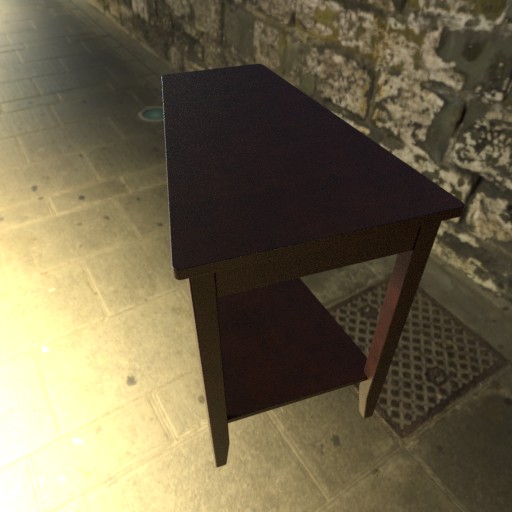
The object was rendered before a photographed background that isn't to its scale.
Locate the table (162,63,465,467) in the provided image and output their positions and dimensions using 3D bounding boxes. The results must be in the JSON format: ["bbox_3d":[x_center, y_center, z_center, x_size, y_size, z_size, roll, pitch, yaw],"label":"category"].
[{"bbox_3d":[0.000,0.000,0.960,0.399,0.589,0.605,-13,44,-13],"label":"table"}]
